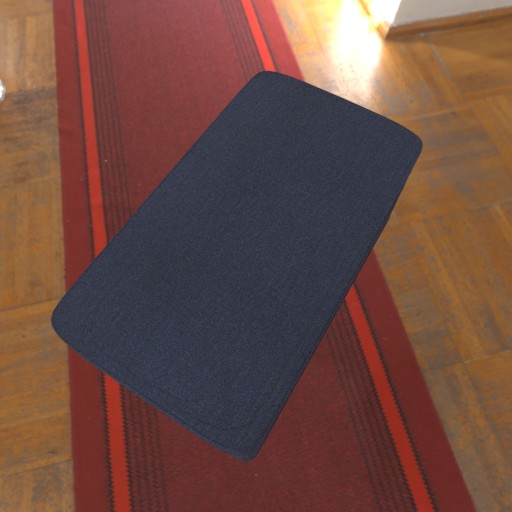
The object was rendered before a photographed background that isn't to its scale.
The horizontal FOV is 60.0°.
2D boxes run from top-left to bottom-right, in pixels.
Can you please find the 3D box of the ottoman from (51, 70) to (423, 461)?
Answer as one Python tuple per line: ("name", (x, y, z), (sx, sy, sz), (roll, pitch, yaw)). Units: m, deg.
("ottoman", (0.000, 0.000, 1.178), (0.505, 0.453, 0.895), (29, 67, 13))
